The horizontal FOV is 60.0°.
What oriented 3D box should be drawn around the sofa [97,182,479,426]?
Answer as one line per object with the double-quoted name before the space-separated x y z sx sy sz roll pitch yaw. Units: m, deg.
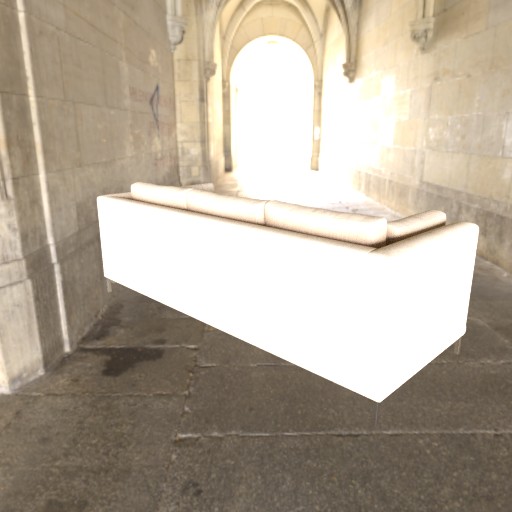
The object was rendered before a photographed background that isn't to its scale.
"sofa" 0.000 0.000 2.919 2.415 0.867 0.969 15 21 43
